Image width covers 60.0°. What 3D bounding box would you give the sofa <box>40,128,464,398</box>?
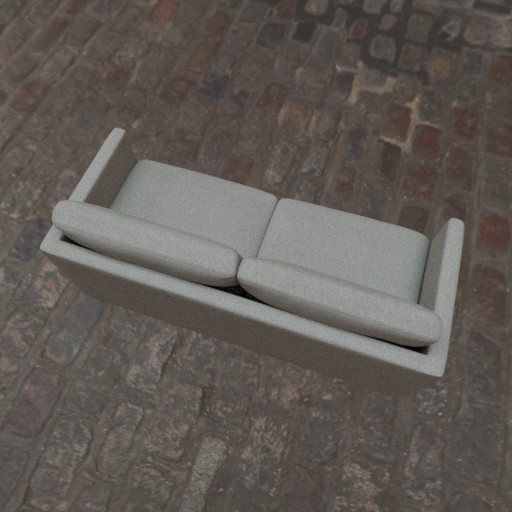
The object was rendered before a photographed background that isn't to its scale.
[{"bbox_3d":[0.000,0.000,2.687,2.208,0.963,0.956,17,65,8],"label":"sofa"}]
